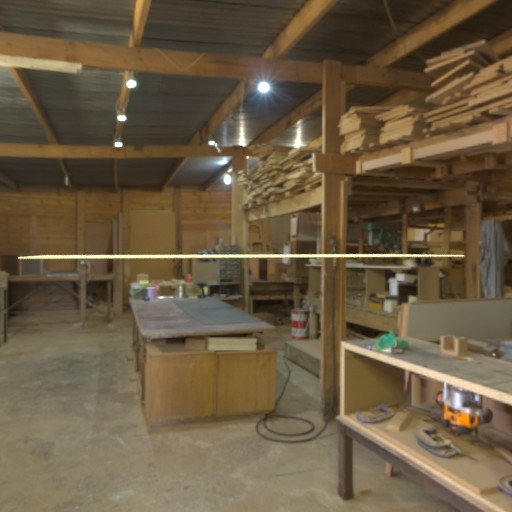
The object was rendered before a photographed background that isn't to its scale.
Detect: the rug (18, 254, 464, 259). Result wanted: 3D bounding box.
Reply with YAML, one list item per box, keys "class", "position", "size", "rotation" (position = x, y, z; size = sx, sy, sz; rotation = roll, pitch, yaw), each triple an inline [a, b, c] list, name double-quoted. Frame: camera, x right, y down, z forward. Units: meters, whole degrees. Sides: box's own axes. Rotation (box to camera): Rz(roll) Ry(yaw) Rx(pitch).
- class: "rug"
  position: [0.000, 0.000, 2.670]
  size: [2.435, 0.009, 0.750]
  rotation: [0, 1, -19]
